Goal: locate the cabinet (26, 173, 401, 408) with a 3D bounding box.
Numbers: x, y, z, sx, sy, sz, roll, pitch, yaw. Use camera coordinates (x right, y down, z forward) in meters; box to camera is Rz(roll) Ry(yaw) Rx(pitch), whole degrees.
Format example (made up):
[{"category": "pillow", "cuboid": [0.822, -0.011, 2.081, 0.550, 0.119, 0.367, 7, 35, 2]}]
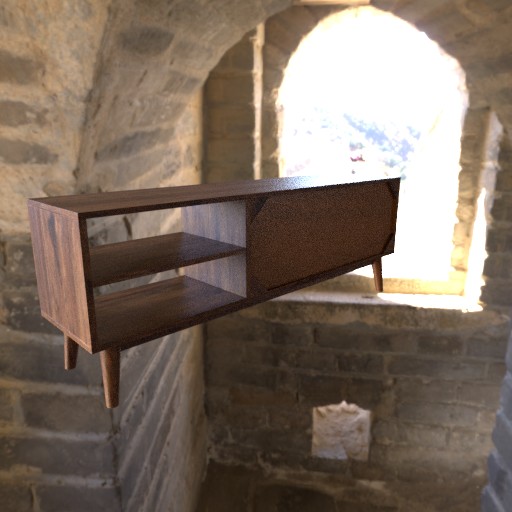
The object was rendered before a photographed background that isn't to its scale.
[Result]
[{"category": "cabinet", "cuboid": [0.000, 0.000, 1.671, 1.448, 0.528, 0.349, -14, 20, -42]}]
